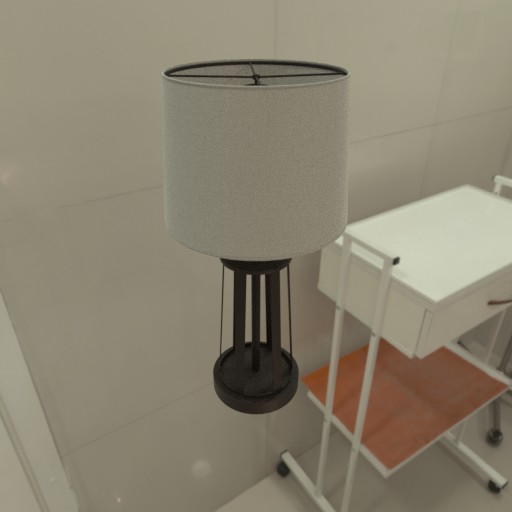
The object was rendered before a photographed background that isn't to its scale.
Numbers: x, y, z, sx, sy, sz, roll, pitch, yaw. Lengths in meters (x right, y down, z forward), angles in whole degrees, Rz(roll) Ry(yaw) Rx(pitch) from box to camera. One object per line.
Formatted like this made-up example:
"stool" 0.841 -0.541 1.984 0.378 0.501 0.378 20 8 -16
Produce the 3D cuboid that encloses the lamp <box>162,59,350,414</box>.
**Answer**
"lamp" 0.000 0.000 0.653 0.251 0.509 0.251 0 30 0
